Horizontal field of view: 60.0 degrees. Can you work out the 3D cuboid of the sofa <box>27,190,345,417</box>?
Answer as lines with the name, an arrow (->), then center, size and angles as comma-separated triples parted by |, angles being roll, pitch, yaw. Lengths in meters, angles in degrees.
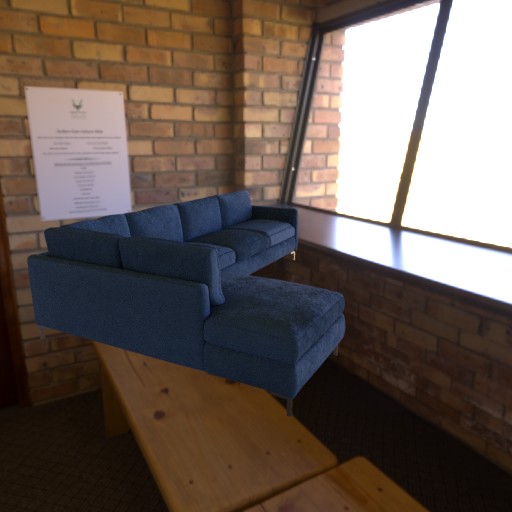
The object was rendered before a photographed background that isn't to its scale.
sofa -> 0.000, 0.000, 3.829 | 2.007, 0.815, 2.949 | 8, 16, 27
